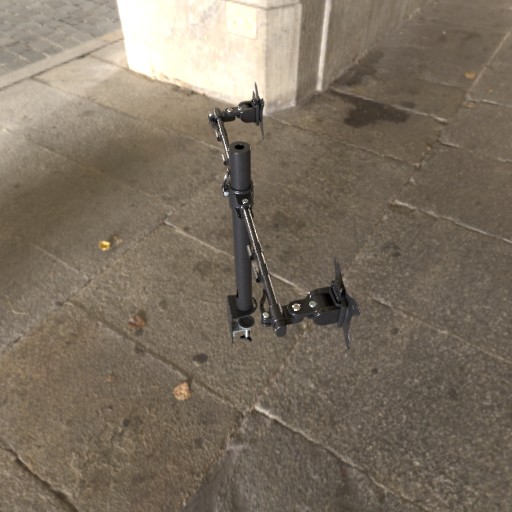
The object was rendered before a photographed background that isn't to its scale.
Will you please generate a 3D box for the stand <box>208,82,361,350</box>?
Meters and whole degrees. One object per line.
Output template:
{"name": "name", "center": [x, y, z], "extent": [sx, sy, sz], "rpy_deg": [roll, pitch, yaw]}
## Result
{"name": "stand", "center": [0.000, 0.000, 1.052], "extent": [0.150, 0.603, 0.743], "rpy_deg": [-9, 47, -8]}
